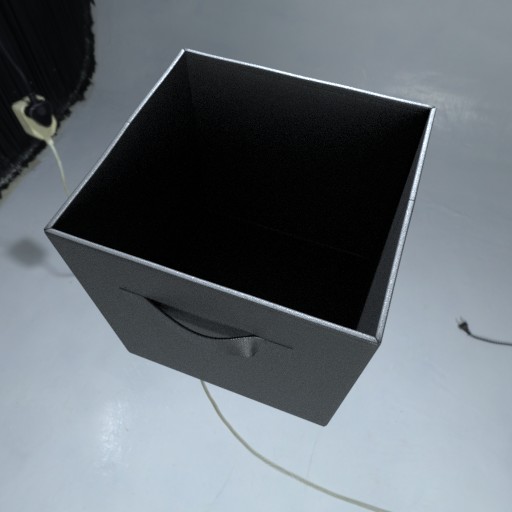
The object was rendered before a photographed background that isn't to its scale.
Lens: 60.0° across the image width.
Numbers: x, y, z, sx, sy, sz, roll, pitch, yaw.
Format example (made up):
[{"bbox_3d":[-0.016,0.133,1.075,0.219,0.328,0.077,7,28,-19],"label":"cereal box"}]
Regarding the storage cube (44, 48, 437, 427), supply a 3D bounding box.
[{"bbox_3d":[0.000,0.000,0.494,0.270,0.280,0.270,18,60,11],"label":"storage cube"}]
